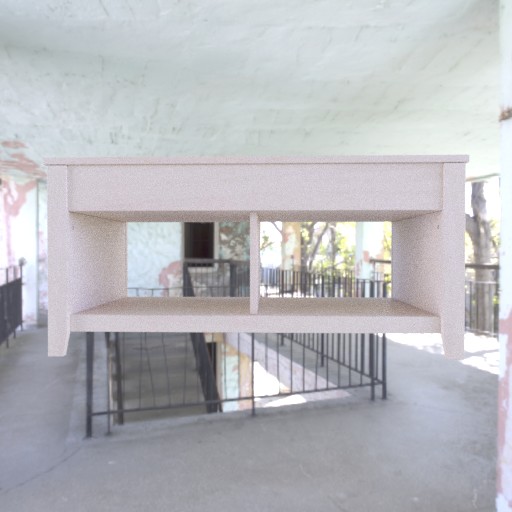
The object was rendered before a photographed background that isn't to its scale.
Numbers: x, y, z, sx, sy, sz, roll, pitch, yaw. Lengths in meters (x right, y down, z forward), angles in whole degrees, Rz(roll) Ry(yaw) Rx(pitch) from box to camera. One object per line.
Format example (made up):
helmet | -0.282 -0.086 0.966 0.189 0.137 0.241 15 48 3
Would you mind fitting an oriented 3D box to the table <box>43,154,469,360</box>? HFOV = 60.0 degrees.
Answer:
table | 0.000 0.000 1.286 1.016 0.483 0.457 0 1 2
